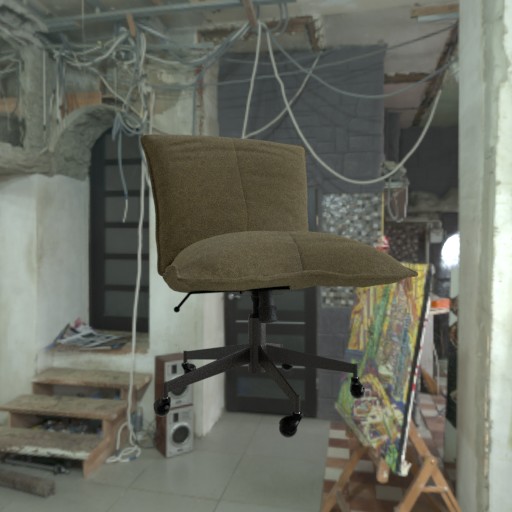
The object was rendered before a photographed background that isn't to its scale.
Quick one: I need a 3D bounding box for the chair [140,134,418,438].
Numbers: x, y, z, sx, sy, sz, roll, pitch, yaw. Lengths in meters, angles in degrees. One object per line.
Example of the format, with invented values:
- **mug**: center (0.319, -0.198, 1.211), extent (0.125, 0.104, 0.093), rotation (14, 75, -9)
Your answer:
- **chair**: center (0.000, 0.000, 1.256), extent (0.597, 0.811, 0.696), rotation (0, 1, -18)
